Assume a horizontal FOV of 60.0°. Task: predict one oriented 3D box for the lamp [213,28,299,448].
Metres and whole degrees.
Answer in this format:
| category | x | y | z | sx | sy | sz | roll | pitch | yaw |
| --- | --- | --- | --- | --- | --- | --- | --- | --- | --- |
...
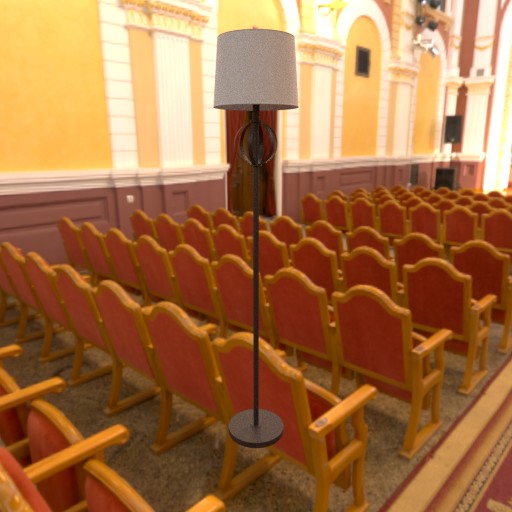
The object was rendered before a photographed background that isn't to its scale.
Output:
| category | x | y | z | sx | sy | sz | roll | pitch | yaw |
| --- | --- | --- | --- | --- | --- | --- | --- | --- | --- |
| lamp | 0.000 | 0.000 | 1.623 | 0.286 | 1.462 | 0.286 | 13 | 19 | 42 |
